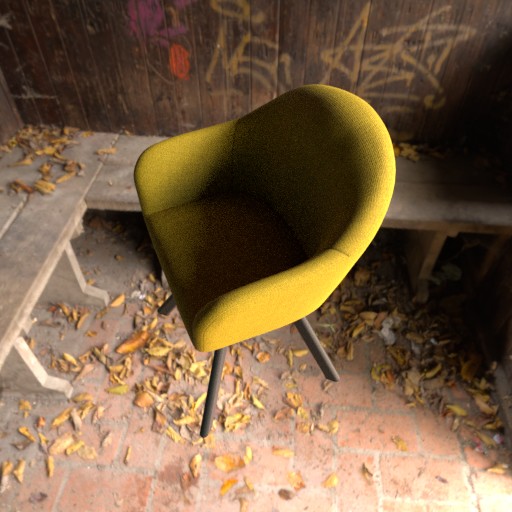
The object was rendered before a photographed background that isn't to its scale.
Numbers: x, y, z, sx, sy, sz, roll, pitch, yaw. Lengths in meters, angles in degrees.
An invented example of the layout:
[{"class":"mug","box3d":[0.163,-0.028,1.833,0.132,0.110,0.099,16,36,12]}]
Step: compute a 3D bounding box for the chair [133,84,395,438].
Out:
[{"class":"chair","box3d":[0.000,0.000,1.193,0.550,0.795,0.590,-17,49,-16]}]
